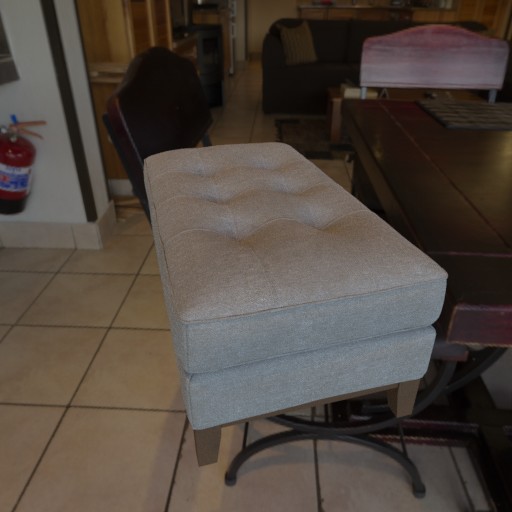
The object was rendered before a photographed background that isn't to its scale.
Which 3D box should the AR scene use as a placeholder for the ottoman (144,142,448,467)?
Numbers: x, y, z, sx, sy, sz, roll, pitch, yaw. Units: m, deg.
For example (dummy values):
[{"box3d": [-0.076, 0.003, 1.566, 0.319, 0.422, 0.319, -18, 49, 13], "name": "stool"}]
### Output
[{"box3d": [0.000, 0.000, 1.491, 0.648, 0.514, 1.143, -8, 31, -14], "name": "ottoman"}]
